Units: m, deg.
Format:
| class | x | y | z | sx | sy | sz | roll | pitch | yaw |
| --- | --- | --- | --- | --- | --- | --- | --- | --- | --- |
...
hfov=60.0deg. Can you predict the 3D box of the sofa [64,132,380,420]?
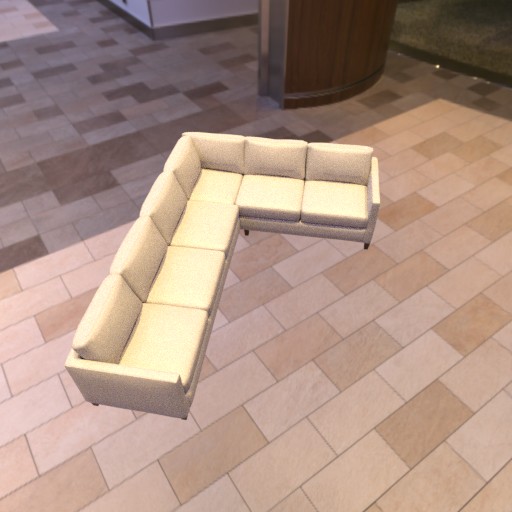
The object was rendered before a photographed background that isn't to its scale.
| class | x | y | z | sx | sy | sz | roll | pitch | yaw |
| --- | --- | --- | --- | --- | --- | --- | --- | --- | --- |
| sofa | 0.000 | 0.000 | 4.559 | 2.522 | 0.934 | 3.333 | 7 | 46 | 6 |
